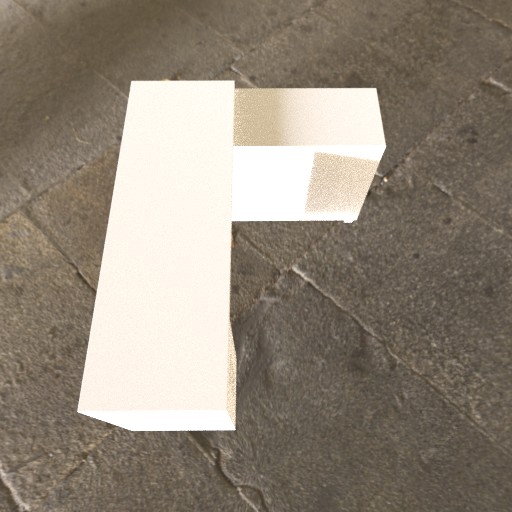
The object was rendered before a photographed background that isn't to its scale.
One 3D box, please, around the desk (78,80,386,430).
[{"bbox_3d":[0.000,0.000,2.157,1.199,0.759,1.524,0,64,0],"label":"desk"}]
